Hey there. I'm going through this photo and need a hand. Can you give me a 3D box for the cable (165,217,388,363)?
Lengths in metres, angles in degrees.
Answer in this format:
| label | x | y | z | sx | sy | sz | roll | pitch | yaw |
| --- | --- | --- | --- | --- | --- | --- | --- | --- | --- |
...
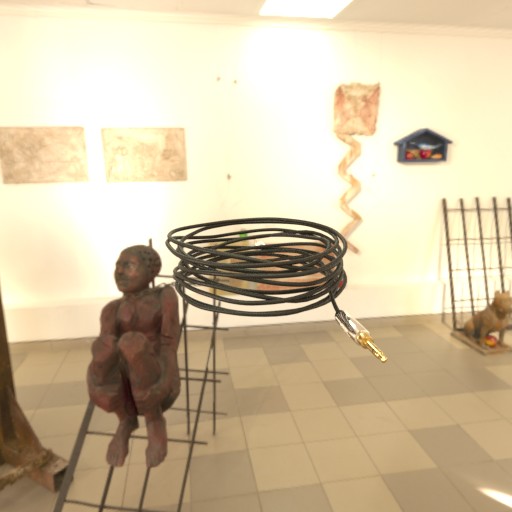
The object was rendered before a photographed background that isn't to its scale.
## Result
| label | x | y | z | sx | sy | sz | roll | pitch | yaw |
| --- | --- | --- | --- | --- | --- | --- | --- | --- | --- |
| cable | 0.000 | 0.000 | 0.501 | 0.198 | 0.069 | 0.432 | -2 | 14 | -10 |
